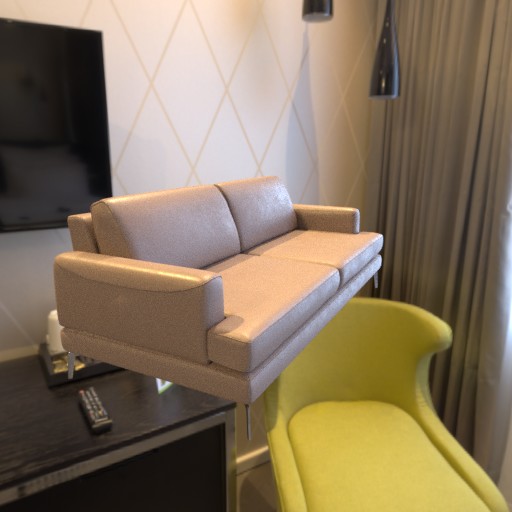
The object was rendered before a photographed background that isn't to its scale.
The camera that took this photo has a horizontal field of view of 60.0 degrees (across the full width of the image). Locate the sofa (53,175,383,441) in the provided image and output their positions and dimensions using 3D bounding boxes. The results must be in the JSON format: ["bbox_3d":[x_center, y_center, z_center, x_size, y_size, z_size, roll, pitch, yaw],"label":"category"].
[{"bbox_3d":[0.000,0.000,2.422,0.974,0.765,1.940,7,16,27],"label":"sofa"}]
